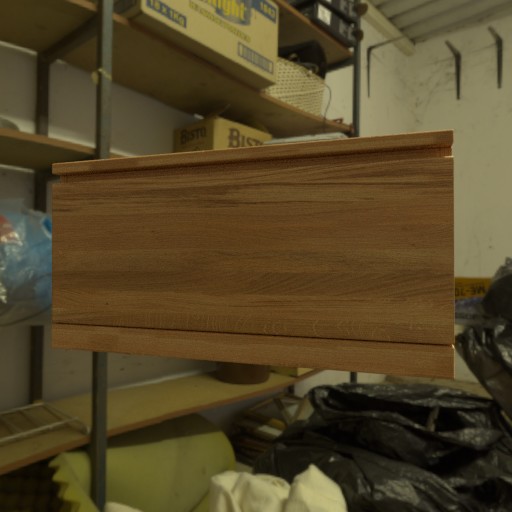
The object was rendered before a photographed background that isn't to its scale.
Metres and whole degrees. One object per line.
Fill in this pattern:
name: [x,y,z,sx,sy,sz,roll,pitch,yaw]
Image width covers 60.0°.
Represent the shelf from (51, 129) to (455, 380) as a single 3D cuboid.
shelf: [0.000,0.000,1.021,0.800,0.400,0.400,0,-1,19]
